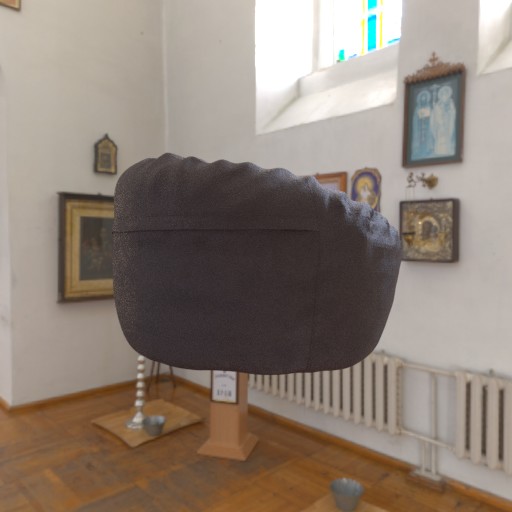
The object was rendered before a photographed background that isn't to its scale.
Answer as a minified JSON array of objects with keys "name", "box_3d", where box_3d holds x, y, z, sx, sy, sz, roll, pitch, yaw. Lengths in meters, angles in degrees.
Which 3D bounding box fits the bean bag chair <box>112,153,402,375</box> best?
[{"name":"bean bag chair","box_3d":[0.000,0.000,2.001,1.245,0.821,1.245,0,0,0]}]
